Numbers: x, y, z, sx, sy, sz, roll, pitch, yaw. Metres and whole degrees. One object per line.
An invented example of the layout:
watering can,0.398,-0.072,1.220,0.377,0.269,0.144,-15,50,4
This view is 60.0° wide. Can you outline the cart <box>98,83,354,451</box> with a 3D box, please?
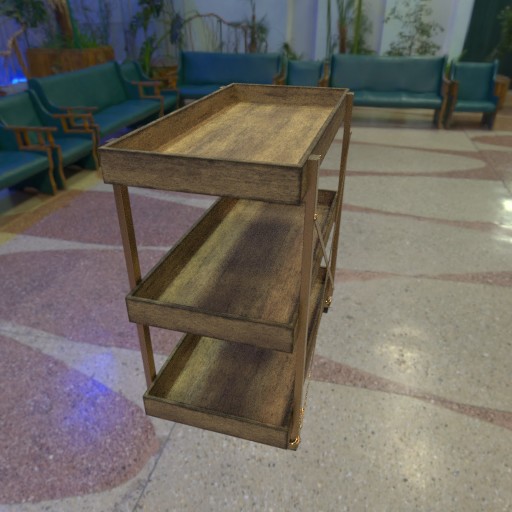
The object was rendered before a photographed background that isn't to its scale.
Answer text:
cart,0.000,0.000,1.256,0.416,0.799,0.750,8,31,14
